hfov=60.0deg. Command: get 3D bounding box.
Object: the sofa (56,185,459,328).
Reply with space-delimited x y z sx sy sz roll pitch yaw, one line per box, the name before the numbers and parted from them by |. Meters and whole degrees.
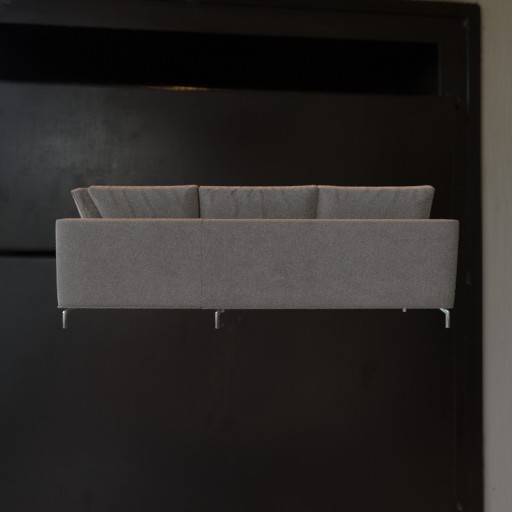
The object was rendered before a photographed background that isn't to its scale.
sofa | 0.000 0.000 3.799 2.438 0.864 2.438 0 0 -1
